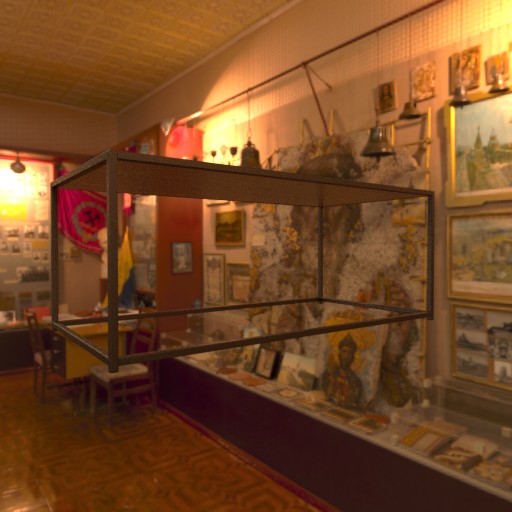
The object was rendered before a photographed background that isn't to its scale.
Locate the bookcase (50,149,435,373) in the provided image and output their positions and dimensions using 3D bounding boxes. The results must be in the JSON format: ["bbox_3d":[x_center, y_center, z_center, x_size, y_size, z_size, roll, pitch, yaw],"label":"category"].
[{"bbox_3d":[0.000,0.000,1.281,1.000,0.400,0.500,-1,1,-36],"label":"bookcase"}]
